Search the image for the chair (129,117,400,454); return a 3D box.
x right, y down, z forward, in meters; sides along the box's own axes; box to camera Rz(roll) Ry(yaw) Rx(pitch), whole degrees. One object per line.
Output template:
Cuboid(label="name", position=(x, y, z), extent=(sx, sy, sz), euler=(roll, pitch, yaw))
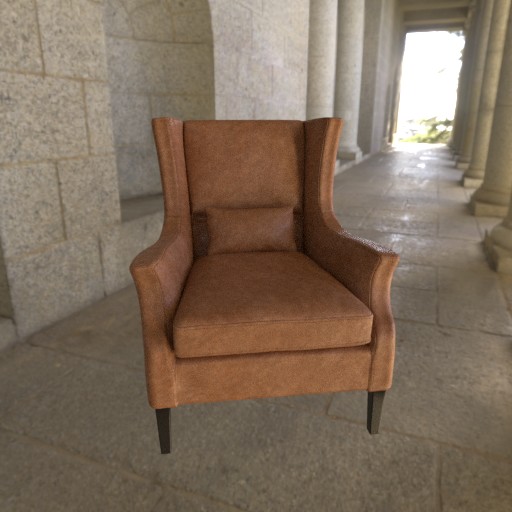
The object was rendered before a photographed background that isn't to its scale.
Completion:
Cuboid(label="chair", position=(0.000, 0.000, 1.700), extent=(0.853, 1.016, 0.926), euler=(-2, 18, -7))
